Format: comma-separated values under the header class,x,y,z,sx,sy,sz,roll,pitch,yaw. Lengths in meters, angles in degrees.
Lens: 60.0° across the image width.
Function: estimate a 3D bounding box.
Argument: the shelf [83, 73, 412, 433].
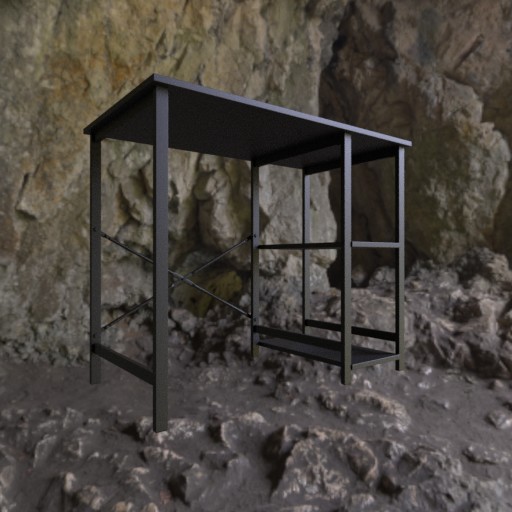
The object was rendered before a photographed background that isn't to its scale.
class,x,y,z,sx,sy,sz,roll,pitch,yaw
shelf,0.000,0.000,1.378,0.902,0.749,0.498,0,0,-37
